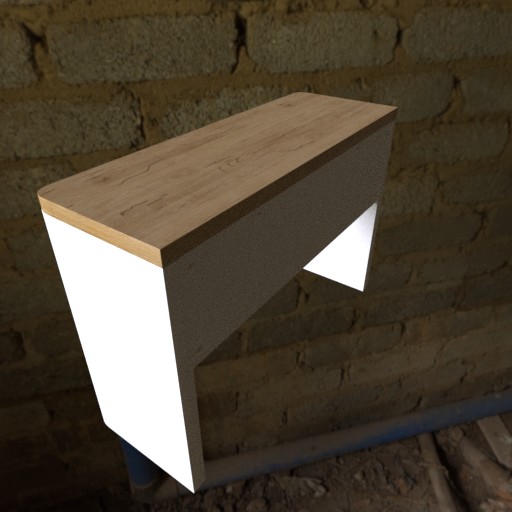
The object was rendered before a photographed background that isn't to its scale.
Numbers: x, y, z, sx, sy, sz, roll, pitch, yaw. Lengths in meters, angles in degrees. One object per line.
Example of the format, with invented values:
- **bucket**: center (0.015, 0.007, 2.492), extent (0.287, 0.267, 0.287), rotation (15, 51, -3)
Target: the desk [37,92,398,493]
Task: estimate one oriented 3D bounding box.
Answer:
- **desk**: center (0.000, 0.000, 1.421), extent (0.390, 0.760, 1.100), rotation (21, 39, 29)
